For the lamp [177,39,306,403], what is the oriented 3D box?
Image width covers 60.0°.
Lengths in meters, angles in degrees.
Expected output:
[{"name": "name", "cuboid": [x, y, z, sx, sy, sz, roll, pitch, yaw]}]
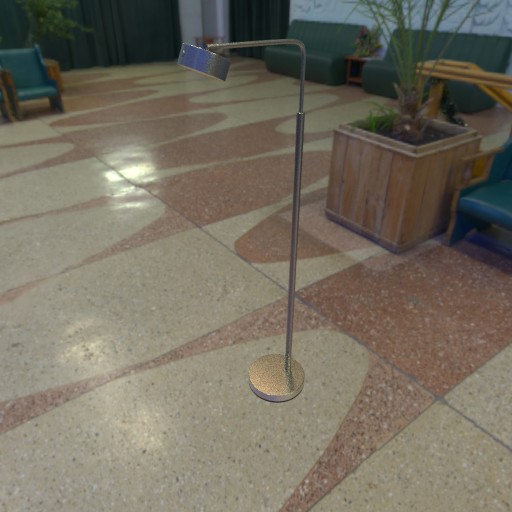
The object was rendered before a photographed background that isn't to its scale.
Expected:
[{"name": "lamp", "cuboid": [0.000, 0.000, 1.414, 0.421, 1.250, 0.222, -20, 37, -29]}]
